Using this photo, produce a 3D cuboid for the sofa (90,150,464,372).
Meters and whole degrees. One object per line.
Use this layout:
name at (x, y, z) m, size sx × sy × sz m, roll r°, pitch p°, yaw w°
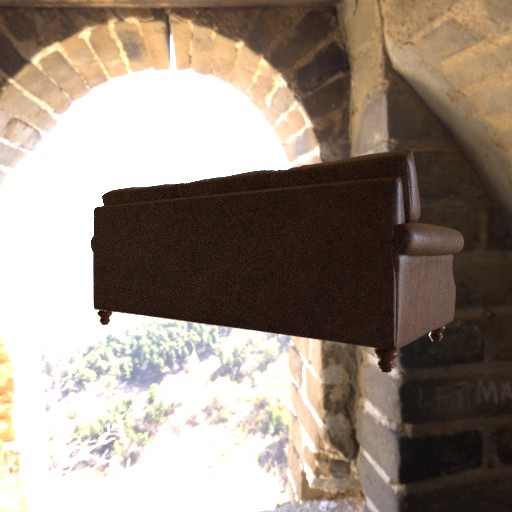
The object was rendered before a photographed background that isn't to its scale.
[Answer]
sofa at (0.000, 0.000, 2.842) m, size 2.351 × 0.977 × 0.973 m, roll 1°, pitch 1°, yaw 37°
